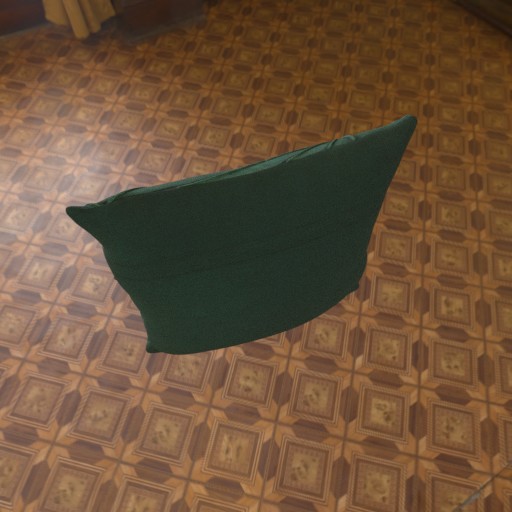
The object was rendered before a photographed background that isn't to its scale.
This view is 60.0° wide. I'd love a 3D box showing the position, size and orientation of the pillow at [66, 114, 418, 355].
[{"bbox_3d":[0.000,0.000,0.695,0.439,0.440,0.184,-16,59,-10],"label":"pillow"}]
